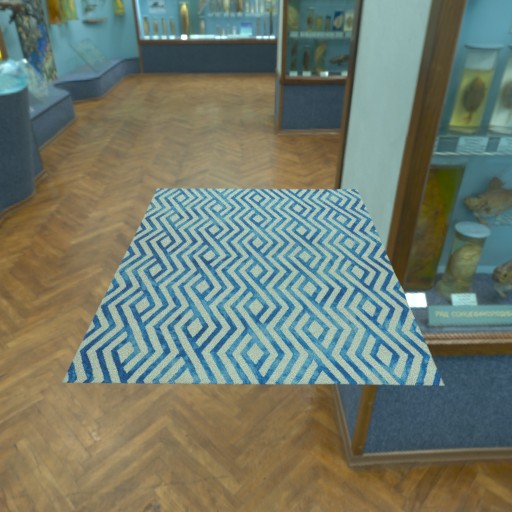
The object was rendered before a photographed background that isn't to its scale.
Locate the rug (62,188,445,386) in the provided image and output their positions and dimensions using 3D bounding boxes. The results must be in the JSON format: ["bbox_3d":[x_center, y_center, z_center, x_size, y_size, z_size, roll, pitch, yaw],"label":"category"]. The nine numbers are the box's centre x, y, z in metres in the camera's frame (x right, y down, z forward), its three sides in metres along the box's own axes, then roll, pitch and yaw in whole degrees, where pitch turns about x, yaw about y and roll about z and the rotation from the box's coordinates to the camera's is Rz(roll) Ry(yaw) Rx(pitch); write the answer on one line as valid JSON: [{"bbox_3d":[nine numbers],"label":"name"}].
[{"bbox_3d":[0.000,0.000,4.119,2.453,0.008,3.059,0,32,0],"label":"rug"}]
